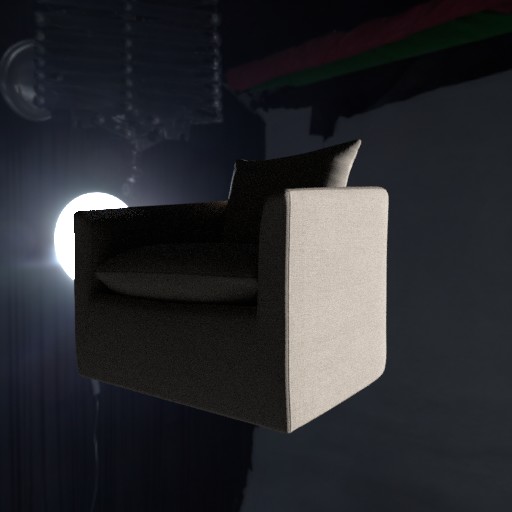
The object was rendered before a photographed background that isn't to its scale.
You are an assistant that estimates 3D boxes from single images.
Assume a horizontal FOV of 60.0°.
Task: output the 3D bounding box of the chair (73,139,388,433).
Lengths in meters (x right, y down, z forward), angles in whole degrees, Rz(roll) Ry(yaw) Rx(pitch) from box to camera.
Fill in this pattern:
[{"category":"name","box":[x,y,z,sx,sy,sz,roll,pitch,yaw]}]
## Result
[{"category":"chair","box":[0.000,0.000,1.561,0.845,0.848,0.910,0,0,36]}]
